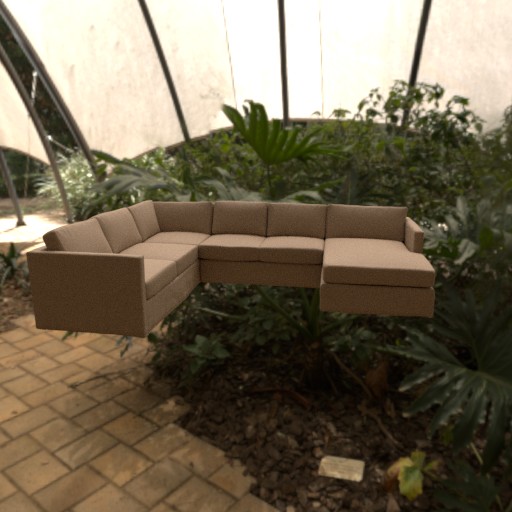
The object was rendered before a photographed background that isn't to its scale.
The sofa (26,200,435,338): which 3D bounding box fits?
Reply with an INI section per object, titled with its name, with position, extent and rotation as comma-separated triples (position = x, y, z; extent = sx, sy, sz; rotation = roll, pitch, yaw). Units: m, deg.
[sofa]
position = 0.000, 0.000, 4.585
extent = 3.460, 0.882, 2.427
rotation = 2, 14, 9
